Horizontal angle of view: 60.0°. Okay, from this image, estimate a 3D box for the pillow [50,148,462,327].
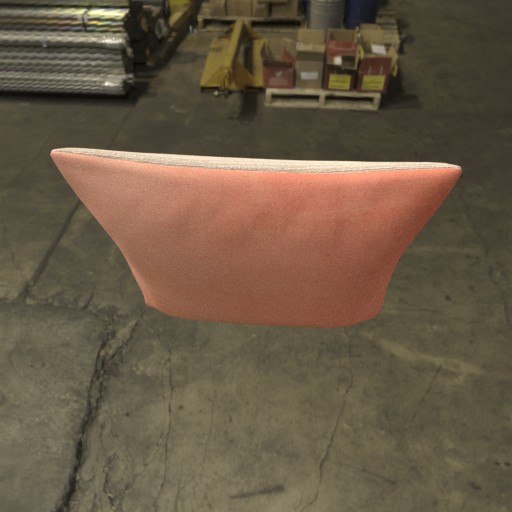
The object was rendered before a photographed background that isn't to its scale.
[{"bbox_3d":[0.000,0.000,0.634,0.424,0.401,0.177,3,46,3],"label":"pillow"}]
